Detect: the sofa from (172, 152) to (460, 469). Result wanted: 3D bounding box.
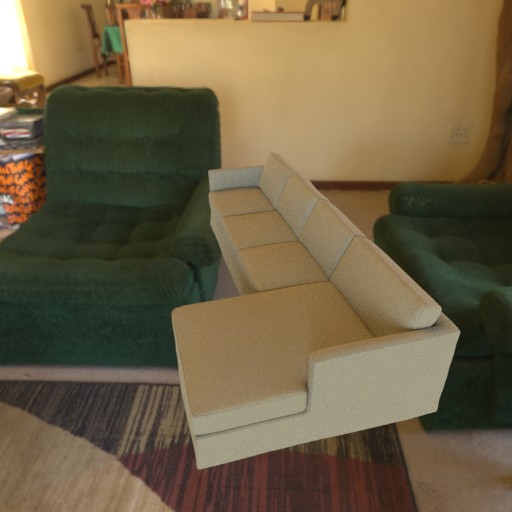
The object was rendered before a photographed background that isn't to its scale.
[{"bbox_3d":[0.000,0.000,3.837,1.622,0.867,3.177,-8,31,-14],"label":"sofa"}]
